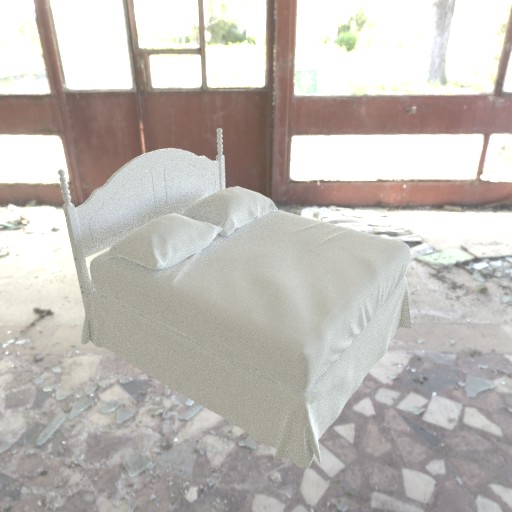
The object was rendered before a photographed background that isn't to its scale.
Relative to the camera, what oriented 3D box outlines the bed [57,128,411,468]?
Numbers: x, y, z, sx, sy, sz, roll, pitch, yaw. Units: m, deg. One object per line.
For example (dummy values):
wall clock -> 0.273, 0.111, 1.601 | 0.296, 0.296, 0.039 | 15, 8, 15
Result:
bed -> 0.000, 0.000, 3.260 | 2.040, 1.356, 1.873 | 18, 33, 31
